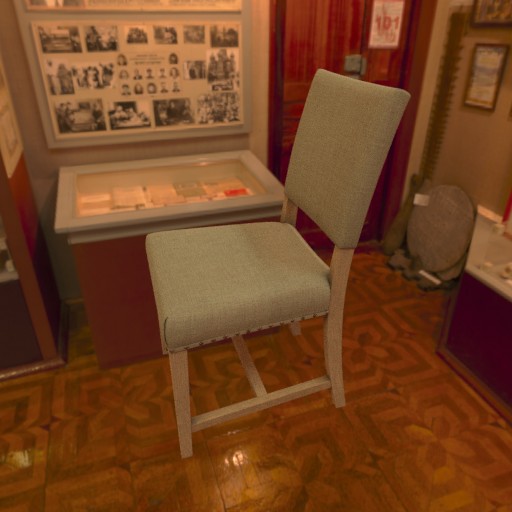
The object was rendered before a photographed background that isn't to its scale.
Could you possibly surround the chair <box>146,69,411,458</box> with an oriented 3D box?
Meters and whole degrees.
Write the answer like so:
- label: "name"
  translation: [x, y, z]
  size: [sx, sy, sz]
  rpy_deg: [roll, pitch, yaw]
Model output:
- label: "chair"
  translation: [0.000, 0.000, 1.335]
  size: [0.622, 0.986, 0.508]
  rpy_deg: [-8, 30, -15]
